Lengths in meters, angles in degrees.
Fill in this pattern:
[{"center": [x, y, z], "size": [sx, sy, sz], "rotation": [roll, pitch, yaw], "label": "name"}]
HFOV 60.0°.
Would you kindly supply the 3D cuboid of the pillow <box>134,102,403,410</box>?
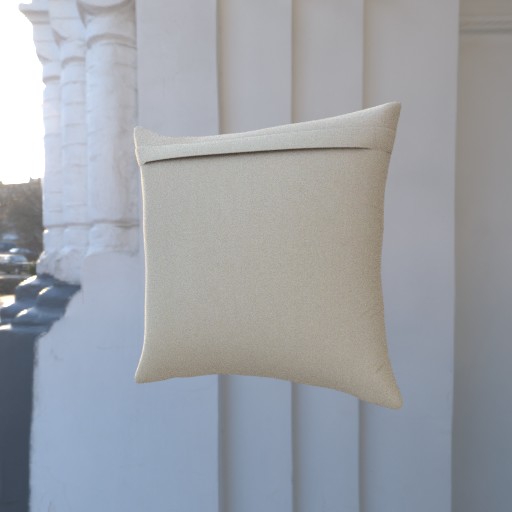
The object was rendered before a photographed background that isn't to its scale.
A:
[{"center": [0.000, 0.000, 0.643], "size": [0.405, 0.406, 0.173], "rotation": [0, 1, 18], "label": "pillow"}]
